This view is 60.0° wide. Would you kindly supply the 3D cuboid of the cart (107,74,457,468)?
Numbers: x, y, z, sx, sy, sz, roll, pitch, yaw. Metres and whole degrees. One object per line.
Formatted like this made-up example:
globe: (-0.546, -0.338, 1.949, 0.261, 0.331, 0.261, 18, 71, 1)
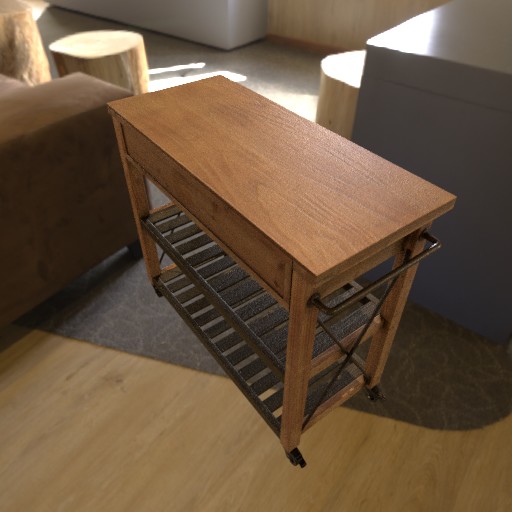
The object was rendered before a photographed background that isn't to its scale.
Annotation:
cart: (0.000, 0.000, 0.982, 0.298, 0.554, 0.686, -26, 48, -27)
